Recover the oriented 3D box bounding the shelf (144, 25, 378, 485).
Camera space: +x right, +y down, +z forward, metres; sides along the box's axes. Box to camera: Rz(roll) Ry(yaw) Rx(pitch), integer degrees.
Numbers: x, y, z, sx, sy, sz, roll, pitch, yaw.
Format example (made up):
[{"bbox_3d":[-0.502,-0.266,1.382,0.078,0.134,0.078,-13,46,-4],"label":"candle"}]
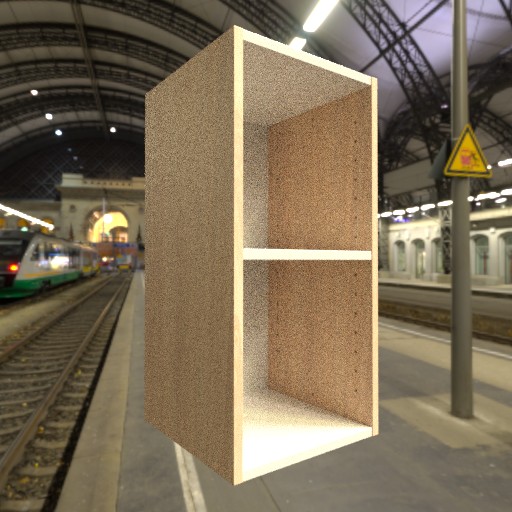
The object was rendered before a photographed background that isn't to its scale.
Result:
[{"bbox_3d":[0.000,0.000,0.776,0.290,0.594,0.297,0,-1,-36],"label":"shelf"}]
